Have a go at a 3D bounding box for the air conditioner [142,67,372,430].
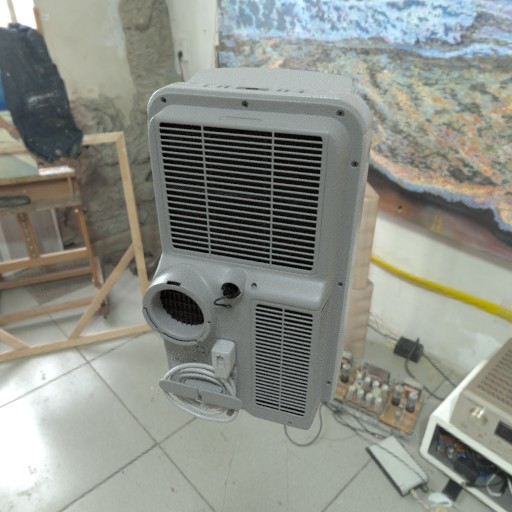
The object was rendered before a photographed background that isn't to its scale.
[{"bbox_3d":[0.000,0.000,1.049,0.449,0.786,0.414,9,33,15],"label":"air conditioner"}]
